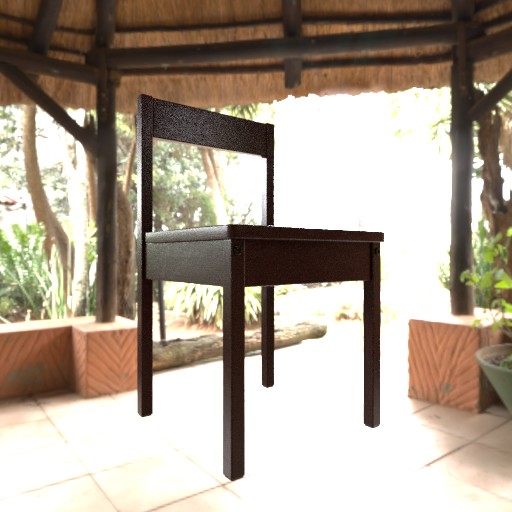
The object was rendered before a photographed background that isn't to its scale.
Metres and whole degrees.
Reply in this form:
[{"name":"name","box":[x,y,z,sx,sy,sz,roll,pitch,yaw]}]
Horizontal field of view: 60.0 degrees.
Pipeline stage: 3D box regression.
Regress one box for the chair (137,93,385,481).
[{"name":"chair","box":[0.000,0.000,0.895,0.367,0.668,0.361,0,0,-37]}]
